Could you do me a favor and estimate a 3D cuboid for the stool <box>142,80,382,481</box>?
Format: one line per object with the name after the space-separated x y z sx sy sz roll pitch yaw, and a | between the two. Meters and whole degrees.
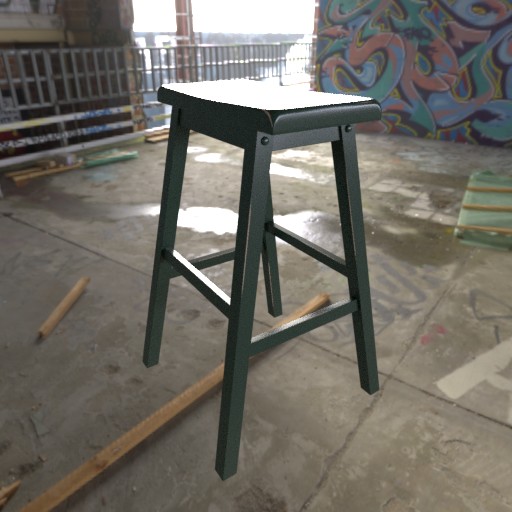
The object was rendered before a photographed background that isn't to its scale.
0.000 0.000 1.051 0.476 0.737 0.457 -17 31 -30 | stool
